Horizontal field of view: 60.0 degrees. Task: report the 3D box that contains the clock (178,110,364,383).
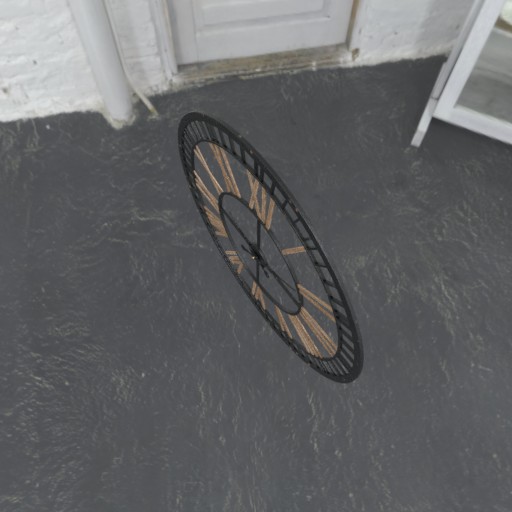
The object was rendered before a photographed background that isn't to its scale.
[{"bbox_3d":[0.000,0.000,1.251,0.025,0.843,0.843,-32,67,-15],"label":"clock"}]
